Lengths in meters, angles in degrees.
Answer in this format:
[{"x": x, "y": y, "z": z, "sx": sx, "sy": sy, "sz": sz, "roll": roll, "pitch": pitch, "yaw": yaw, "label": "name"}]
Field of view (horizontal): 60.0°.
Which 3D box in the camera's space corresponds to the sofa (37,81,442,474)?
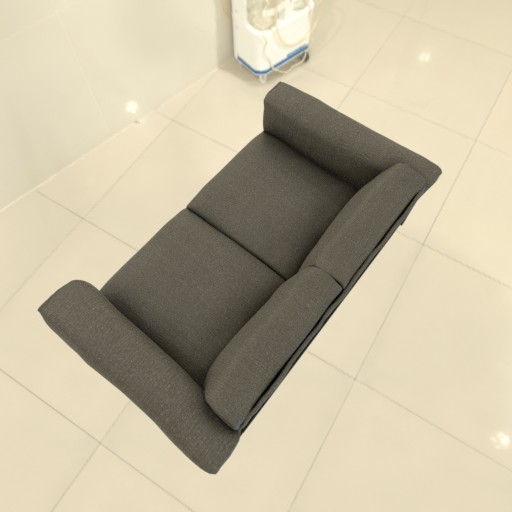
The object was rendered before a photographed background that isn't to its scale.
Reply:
[{"x": 0.000, "y": 0.000, "z": 2.130, "sx": 0.960, "sy": 0.656, "sz": 1.690, "roll": 36, "pitch": 69, "yaw": 16, "label": "sofa"}]
